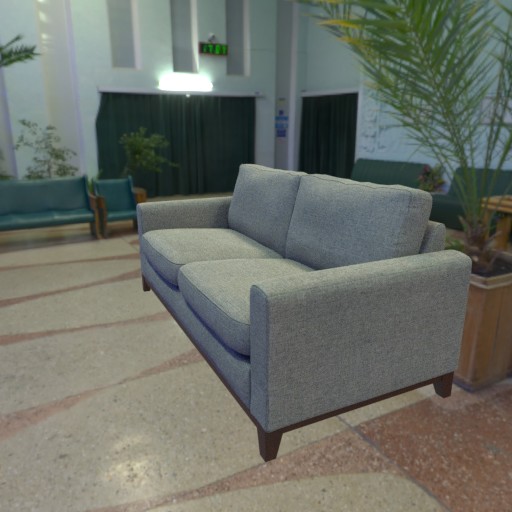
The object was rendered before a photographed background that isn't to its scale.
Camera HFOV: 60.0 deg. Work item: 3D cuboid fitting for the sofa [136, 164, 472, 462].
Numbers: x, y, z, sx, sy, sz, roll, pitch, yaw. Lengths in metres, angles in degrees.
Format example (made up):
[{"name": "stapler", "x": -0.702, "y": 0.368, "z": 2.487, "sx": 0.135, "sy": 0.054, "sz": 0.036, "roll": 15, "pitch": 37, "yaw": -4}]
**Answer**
[{"name": "sofa", "x": 0.000, "y": 0.000, "z": 2.446, "sx": 0.969, "sy": 0.892, "sz": 1.978, "roll": -8, "pitch": 18, "yaw": -25}]
